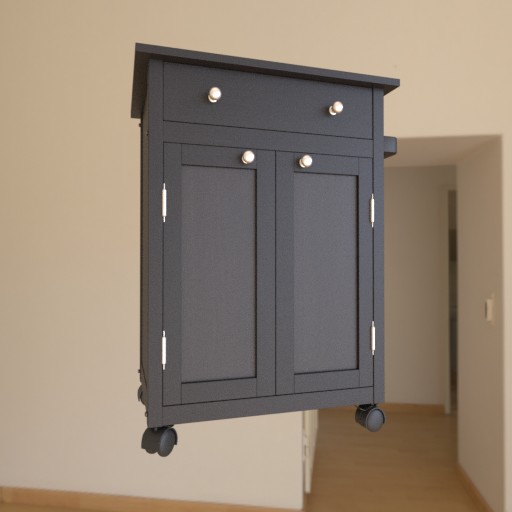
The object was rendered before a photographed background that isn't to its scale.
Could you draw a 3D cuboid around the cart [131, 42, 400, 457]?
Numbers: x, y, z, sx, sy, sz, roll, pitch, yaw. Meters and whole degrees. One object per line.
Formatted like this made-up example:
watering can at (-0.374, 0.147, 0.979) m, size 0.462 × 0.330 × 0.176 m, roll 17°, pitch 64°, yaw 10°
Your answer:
cart at (0.000, 0.000, 1.226) m, size 0.660 × 0.879 × 0.456 m, roll 0°, pitch -1°, yaw -17°
